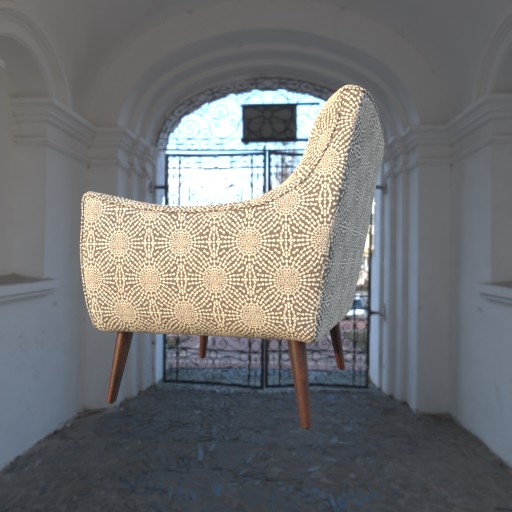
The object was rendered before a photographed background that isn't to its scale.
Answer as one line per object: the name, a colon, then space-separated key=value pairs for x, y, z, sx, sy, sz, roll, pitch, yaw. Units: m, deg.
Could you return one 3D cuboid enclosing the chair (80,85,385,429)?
chair: x=0.000 y=0.000 z=1.432 sx=0.787 sy=0.838 sz=0.762 roll=0 pitch=0 yaw=19
